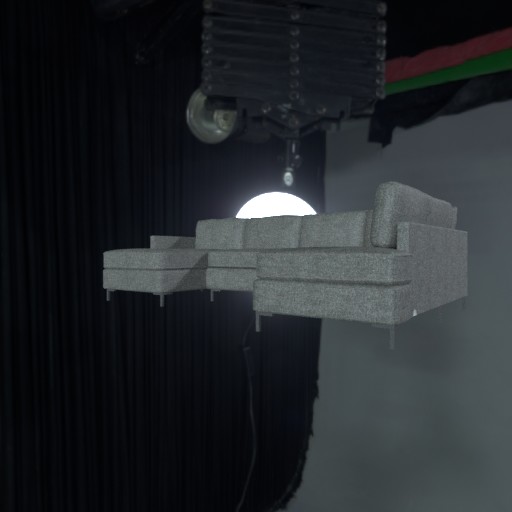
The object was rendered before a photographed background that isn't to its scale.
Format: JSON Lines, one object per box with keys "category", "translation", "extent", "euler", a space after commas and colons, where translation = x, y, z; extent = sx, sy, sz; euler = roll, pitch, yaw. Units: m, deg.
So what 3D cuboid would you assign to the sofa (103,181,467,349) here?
{"category": "sofa", "translation": [0.000, 0.000, 4.257], "extent": [3.423, 0.999, 2.048], "euler": [0, 1, 36]}
